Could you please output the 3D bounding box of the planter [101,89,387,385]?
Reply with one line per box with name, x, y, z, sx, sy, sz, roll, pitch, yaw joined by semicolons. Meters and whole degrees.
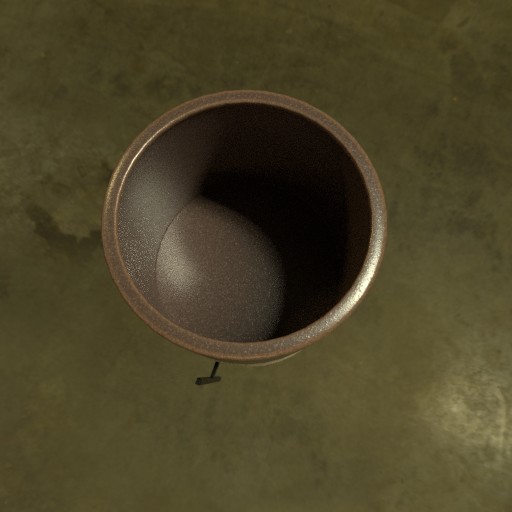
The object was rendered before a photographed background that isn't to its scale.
planter;0.000;0.000;0.530;0.260;0.353;0.250;-17;76;-5
